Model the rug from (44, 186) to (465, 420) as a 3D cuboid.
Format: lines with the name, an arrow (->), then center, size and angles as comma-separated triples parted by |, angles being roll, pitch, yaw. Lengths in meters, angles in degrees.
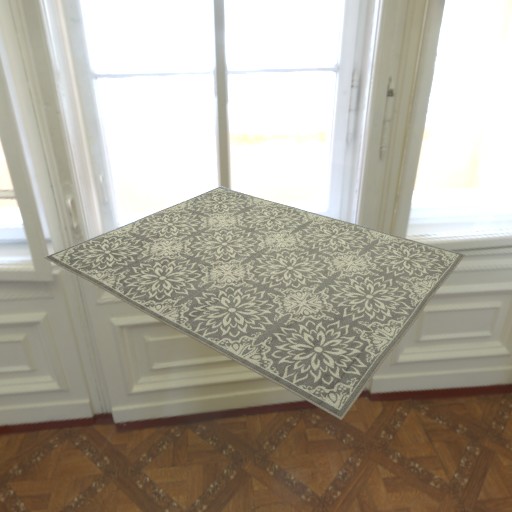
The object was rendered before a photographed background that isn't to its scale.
rug -> 0.000, 0.000, 4.001 | 2.980, 0.012, 2.363 | 20, 34, 32
